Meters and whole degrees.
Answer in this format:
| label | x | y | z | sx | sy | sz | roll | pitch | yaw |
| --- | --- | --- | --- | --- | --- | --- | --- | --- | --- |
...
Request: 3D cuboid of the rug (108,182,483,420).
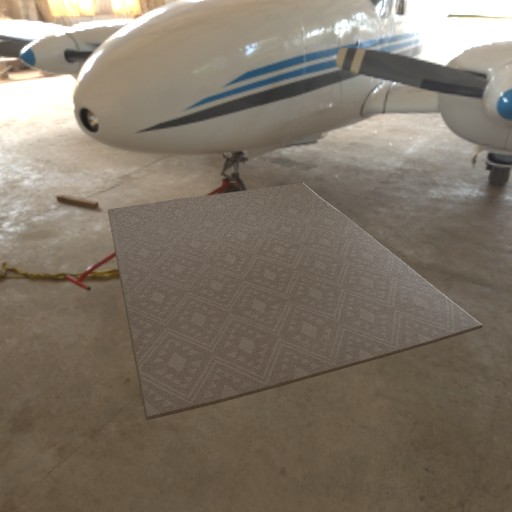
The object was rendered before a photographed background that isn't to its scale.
| label | x | y | z | sx | sy | sz | roll | pitch | yaw |
| --- | --- | --- | --- | --- | --- | --- | --- | --- | --- |
| rug | 0.000 | 0.000 | 4.038 | 2.399 | 0.054 | 3.011 | -10 | 32 | -17 |
